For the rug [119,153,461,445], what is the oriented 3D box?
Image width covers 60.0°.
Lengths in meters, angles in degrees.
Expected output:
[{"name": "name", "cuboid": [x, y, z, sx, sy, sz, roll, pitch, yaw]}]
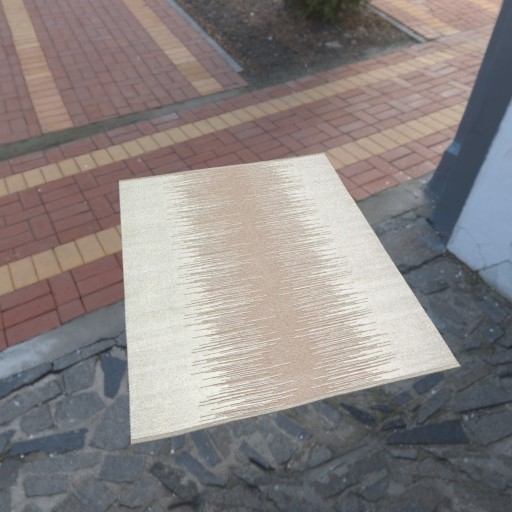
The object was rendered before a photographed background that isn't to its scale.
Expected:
[{"name": "rug", "cuboid": [0.000, 0.000, 4.163, 2.438, 0.013, 3.048, -10, 46, -10]}]
